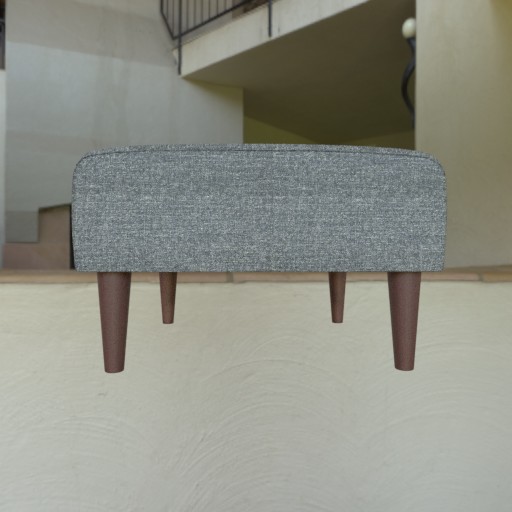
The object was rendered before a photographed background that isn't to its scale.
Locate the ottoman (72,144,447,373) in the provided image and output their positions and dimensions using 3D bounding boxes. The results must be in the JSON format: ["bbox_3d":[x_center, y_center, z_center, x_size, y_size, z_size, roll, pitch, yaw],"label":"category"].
[{"bbox_3d":[0.000,0.000,1.049,0.648,0.399,0.655,0,0,-2],"label":"ottoman"}]
